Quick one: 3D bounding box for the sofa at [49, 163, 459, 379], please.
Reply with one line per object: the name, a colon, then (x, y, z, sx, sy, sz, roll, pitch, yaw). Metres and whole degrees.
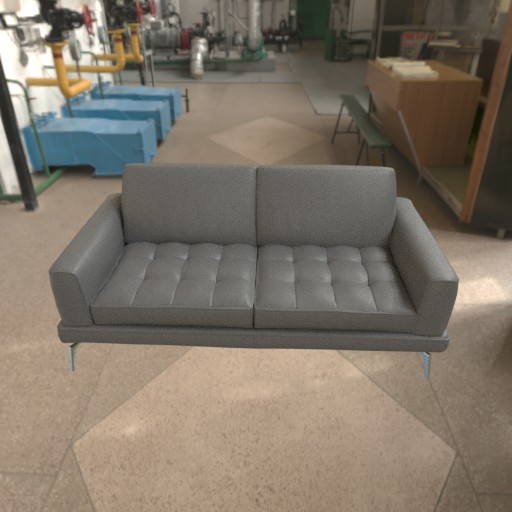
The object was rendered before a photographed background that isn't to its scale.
sofa: (0.000, 0.000, 2.757, 2.177, 0.930, 1.121, 1, 31, 2)
